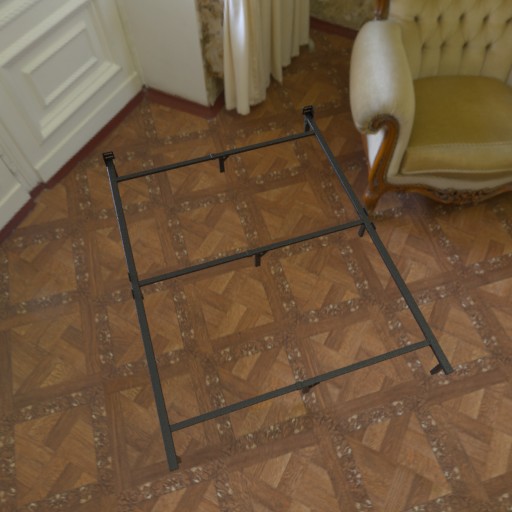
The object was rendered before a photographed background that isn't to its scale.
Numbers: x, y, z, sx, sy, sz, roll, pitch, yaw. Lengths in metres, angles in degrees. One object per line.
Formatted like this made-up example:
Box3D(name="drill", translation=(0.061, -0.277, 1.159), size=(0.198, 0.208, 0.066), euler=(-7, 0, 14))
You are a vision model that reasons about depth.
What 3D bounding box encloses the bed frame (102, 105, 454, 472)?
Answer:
Box3D(name="bed frame", translation=(0.000, 0.000, 2.673), size=(1.498, 0.248, 1.990), euler=(-16, 61, -9))
